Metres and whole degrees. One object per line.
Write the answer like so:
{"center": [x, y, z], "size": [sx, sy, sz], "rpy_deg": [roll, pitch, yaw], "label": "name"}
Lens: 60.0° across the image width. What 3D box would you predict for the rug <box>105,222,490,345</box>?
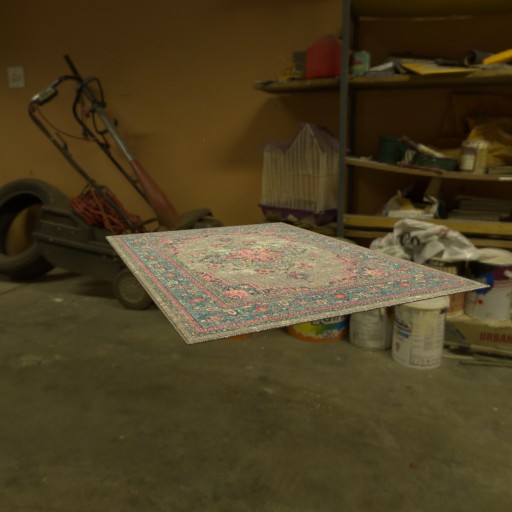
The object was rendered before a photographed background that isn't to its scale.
{"center": [0.000, 0.000, 2.898], "size": [1.609, 0.013, 2.214], "rpy_deg": [-6, 15, -25], "label": "rug"}
